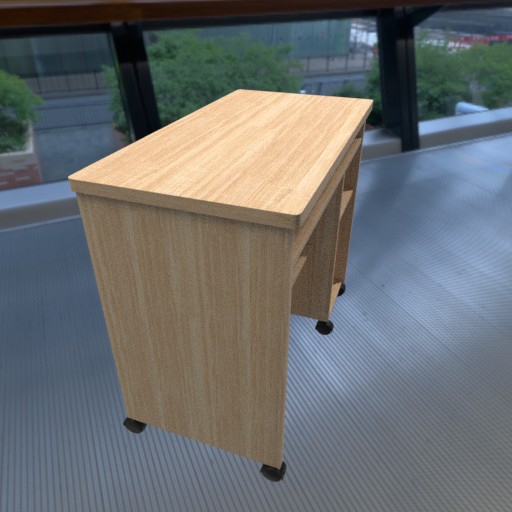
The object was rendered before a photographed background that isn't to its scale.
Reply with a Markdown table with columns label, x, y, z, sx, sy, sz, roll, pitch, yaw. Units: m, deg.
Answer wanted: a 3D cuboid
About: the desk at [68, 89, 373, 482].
| label | x | y | z | sx | sy | sz | roll | pitch | yaw |
| --- | --- | --- | --- | --- | --- | --- | --- | --- | --- |
| desk | 0.000 | 0.000 | 1.344 | 0.480 | 0.770 | 0.884 | 11 | 33 | 17 |
